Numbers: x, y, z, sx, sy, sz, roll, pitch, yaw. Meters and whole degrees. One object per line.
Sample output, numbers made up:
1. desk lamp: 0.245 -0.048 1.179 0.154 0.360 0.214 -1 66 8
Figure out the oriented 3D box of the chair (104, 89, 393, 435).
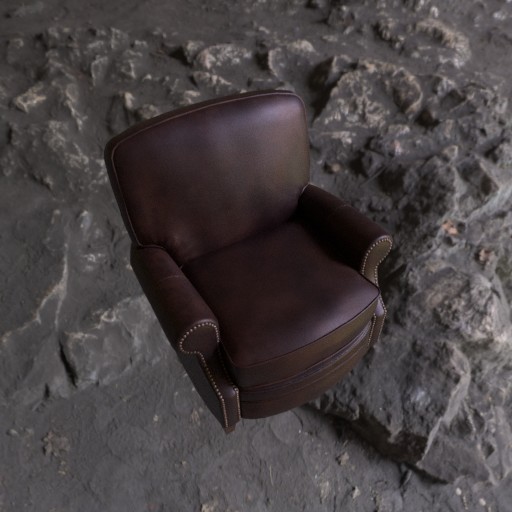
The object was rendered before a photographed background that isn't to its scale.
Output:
1. chair: 0.000 0.000 1.780 0.936 1.018 0.986 -23 50 -21
